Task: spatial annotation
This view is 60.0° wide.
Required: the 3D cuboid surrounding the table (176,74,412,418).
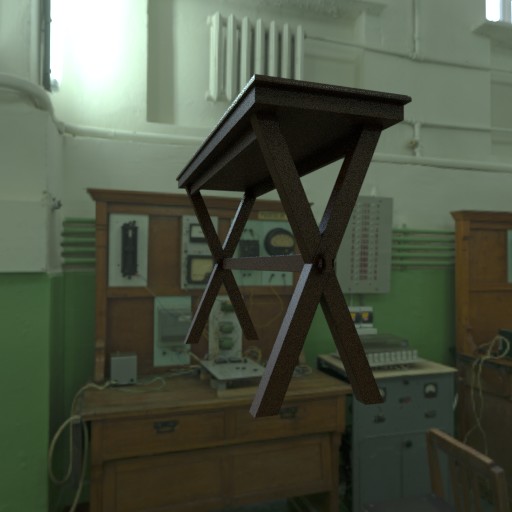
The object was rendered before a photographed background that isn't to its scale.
[{"bbox_3d":[0.000,0.000,1.570,0.399,0.763,1.197,0,-1,-18],"label":"table"}]
